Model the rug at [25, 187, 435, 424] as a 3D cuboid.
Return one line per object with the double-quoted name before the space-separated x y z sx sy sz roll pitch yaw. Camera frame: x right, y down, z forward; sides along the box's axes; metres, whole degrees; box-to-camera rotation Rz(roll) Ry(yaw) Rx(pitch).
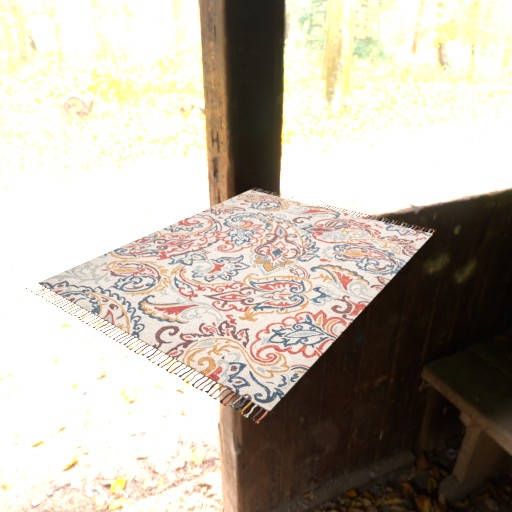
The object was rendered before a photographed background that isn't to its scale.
"rug" 0.000 0.000 4.268 2.439 0.015 3.274 19 33 32
